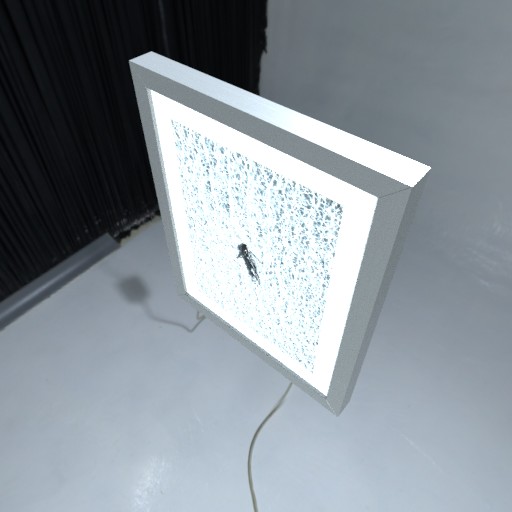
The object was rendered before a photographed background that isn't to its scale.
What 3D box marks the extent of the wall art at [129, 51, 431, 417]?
[{"bbox_3d":[0.000,0.000,0.518,0.308,0.379,0.030,32,55,26],"label":"wall art"}]
